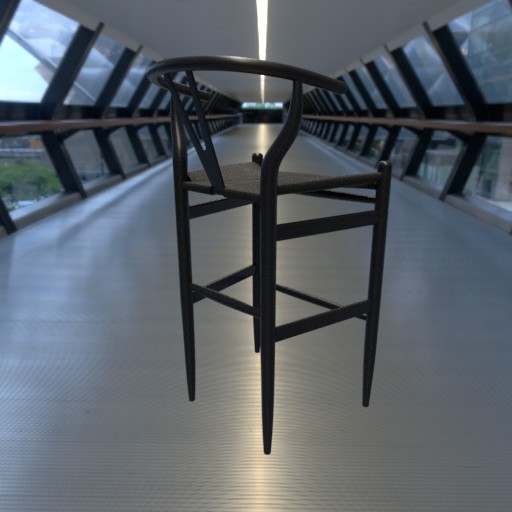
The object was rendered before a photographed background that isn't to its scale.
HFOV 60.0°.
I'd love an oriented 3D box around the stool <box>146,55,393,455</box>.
[{"bbox_3d":[0.000,0.000,1.366,0.579,1.072,0.569,-16,23,-42],"label":"stool"}]
